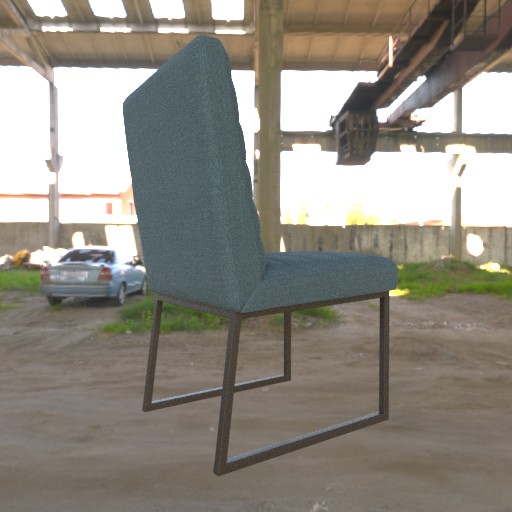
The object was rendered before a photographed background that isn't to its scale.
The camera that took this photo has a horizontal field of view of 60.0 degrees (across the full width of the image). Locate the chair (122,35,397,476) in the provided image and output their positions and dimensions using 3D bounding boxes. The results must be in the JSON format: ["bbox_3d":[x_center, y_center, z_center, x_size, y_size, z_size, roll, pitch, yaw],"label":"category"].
[{"bbox_3d":[0.000,0.000,1.272,0.634,0.930,0.520,-1,2,-34],"label":"chair"}]
